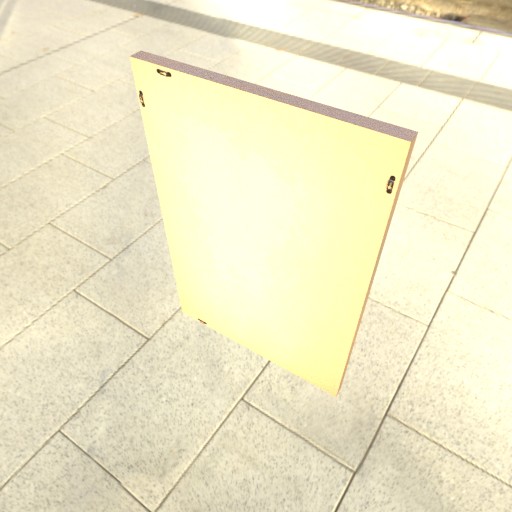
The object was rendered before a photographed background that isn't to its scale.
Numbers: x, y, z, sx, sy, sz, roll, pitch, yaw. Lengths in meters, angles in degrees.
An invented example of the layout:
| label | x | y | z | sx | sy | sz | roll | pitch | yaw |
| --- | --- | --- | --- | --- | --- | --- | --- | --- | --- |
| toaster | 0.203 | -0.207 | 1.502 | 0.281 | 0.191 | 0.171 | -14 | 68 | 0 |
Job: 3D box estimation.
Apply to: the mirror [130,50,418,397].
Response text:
| label | x | y | z | sx | sy | sz | roll | pitch | yaw |
| --- | --- | --- | --- | --- | --- | --- | --- | --- | --- |
| mirror | 0.000 | 0.000 | 1.166 | 0.609 | 0.915 | 0.040 | 25 | 52 | 21 |
